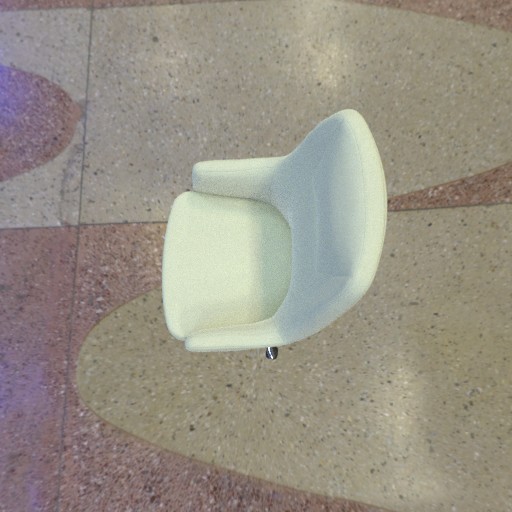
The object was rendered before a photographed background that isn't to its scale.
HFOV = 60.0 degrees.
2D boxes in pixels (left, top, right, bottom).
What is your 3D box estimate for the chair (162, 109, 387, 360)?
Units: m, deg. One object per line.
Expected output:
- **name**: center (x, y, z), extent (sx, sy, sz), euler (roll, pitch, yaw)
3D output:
- **chair**: center (0.000, 0.000, 1.426), extent (0.640, 1.049, 0.620), euler (0, 75, 0)
